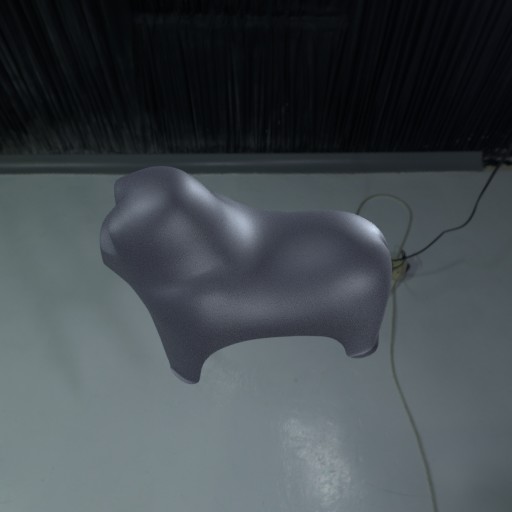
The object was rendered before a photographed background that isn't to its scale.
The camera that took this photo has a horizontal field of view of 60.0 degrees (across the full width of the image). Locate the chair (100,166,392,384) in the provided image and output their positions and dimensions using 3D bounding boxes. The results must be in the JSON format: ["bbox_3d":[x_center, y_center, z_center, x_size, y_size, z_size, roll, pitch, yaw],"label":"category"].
[{"bbox_3d":[0.000,0.000,1.184,0.758,0.600,0.490,-2,57,-2],"label":"chair"}]
